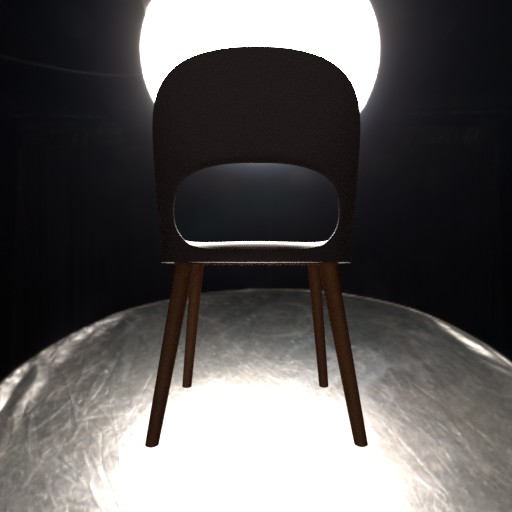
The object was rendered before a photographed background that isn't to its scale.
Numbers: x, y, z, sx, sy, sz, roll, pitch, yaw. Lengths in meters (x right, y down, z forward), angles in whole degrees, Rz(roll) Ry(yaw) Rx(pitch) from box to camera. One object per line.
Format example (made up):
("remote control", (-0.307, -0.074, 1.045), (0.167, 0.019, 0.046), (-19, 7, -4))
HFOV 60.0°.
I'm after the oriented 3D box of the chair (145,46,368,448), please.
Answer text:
("chair", (0.000, 0.000, 1.116), (0.470, 0.794, 0.556), (0, -1, 0))
